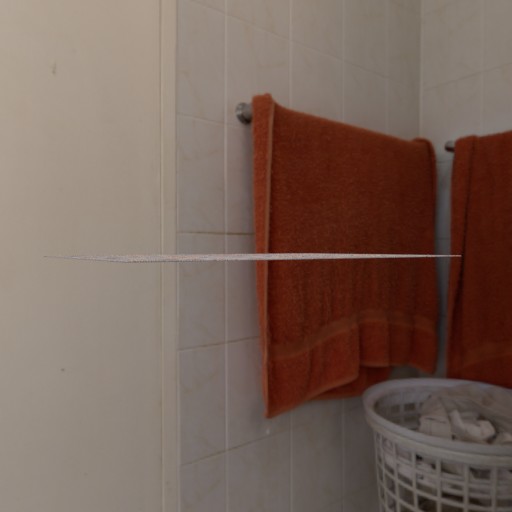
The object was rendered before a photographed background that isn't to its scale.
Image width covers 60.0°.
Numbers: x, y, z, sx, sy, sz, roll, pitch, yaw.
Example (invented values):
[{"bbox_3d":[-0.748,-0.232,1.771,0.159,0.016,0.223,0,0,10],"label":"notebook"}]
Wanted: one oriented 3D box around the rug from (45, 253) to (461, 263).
[{"bbox_3d":[0.000,0.000,2.320,1.818,0.005,1.217,-1,1,-36],"label":"rug"}]
